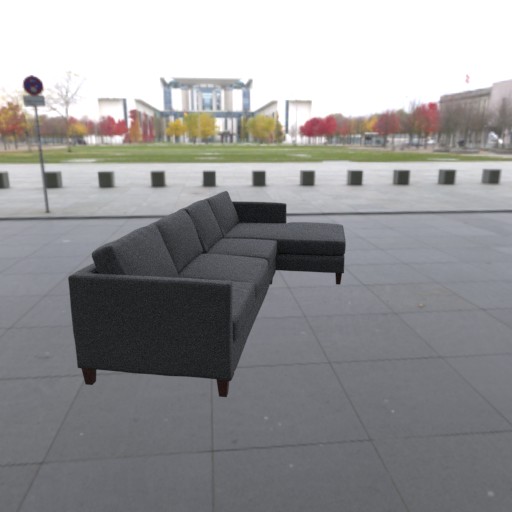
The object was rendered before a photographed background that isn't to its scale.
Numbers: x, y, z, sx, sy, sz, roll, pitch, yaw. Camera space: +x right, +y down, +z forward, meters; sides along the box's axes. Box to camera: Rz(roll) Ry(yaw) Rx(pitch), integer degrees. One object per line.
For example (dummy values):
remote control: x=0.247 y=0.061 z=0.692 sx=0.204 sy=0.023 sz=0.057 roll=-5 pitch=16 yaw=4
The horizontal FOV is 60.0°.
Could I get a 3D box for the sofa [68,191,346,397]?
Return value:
sofa: x=0.000 y=0.000 z=3.910 sx=1.625 sy=0.846 sz=3.186 roll=2 pitch=15 yaw=9
